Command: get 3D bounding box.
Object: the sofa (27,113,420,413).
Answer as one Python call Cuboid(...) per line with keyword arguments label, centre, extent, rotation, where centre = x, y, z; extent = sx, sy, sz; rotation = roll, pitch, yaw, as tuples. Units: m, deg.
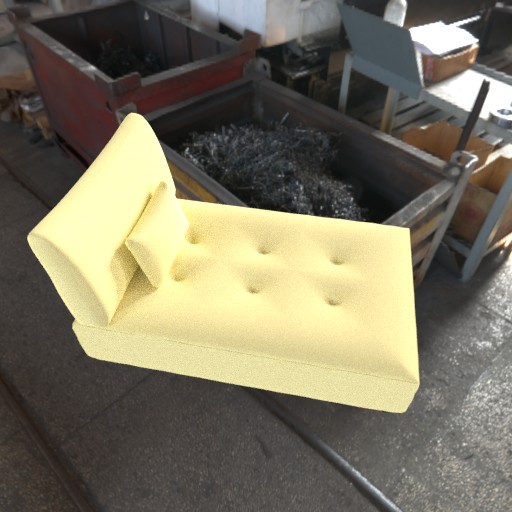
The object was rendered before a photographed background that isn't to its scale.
Cuboid(label="sofa", centre=(0.000, 0.000, 1.999), extent=(1.450, 0.820, 0.930), rotation=(8, 46, 8))
